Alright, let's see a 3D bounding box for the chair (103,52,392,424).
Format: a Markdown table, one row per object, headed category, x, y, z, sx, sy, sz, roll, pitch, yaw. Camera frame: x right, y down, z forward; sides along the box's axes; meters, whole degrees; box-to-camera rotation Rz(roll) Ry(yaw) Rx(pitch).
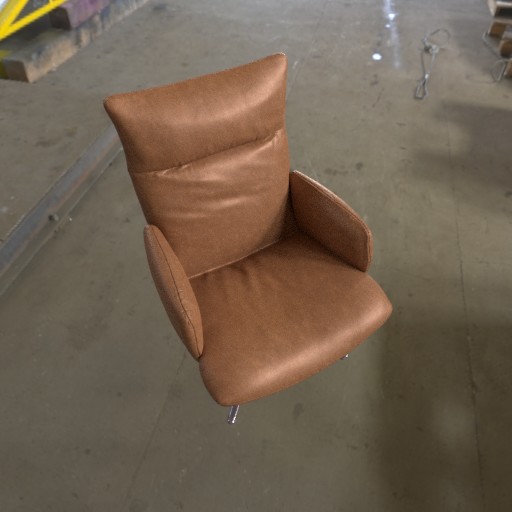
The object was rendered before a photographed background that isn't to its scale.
| category | x | y | z | sx | sy | sz | roll | pitch | yaw |
| --- | --- | --- | --- | --- | --- | --- | --- | --- | --- |
| chair | 0.000 | 0.000 | 1.519 | 0.711 | 1.027 | 0.794 | -24 | 51 | -21 |
